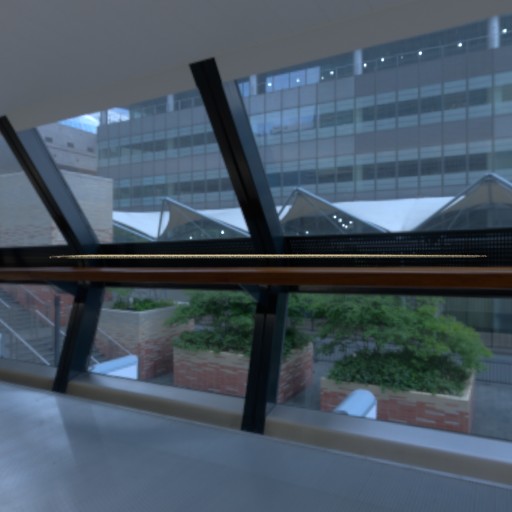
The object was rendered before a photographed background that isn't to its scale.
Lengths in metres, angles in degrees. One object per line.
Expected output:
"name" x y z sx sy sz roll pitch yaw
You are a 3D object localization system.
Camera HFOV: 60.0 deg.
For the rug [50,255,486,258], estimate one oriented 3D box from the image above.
"rug" 0.000 0.000 2.310 1.802 0.008 1.247 0 0 -17
